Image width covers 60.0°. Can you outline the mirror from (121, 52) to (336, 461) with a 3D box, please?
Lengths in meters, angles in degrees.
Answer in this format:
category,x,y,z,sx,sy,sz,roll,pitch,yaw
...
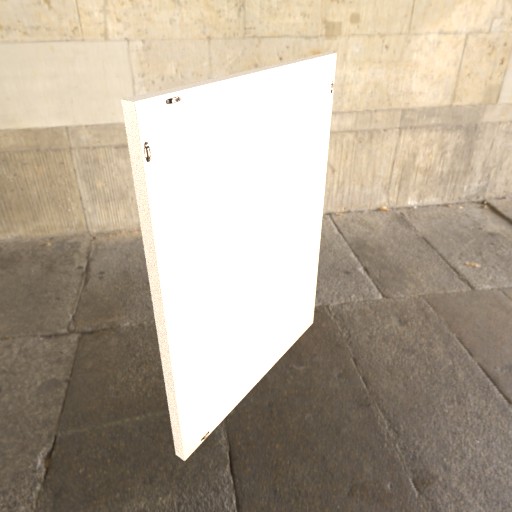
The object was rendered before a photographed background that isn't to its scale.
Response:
category,x,y,z,sx,sy,sz,roll,pitch,yaw
mirror,0.000,0.000,1.301,0.040,1.016,0.762,21,37,30
